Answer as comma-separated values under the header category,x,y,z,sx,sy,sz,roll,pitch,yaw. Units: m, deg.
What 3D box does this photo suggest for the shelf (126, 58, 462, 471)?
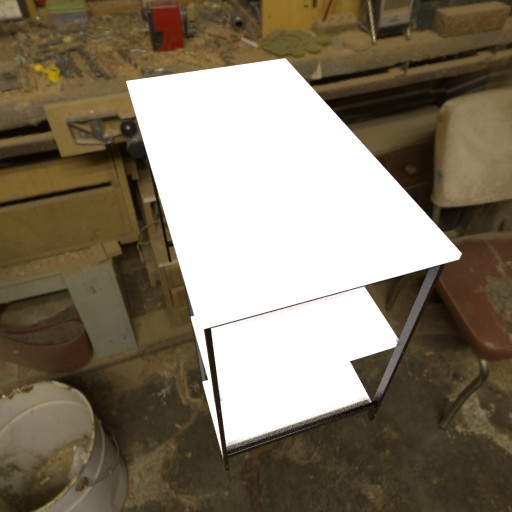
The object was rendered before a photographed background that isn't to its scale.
category,x,y,z,sx,sy,sz,roll,pitch,yaw
shelf,0.000,0.000,1.327,0.498,0.750,0.902,-14,48,-13
